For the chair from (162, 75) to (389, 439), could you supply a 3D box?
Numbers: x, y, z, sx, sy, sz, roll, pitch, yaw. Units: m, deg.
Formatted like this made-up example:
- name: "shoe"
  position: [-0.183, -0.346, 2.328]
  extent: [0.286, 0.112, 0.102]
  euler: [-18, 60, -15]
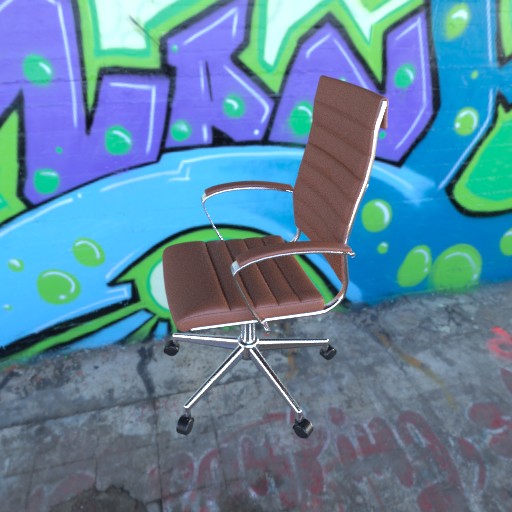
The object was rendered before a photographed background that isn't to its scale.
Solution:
- name: "chair"
  position: [0.000, 0.000, 1.610]
  extent: [0.739, 1.149, 0.766]
  euler: [-8, 31, -13]
